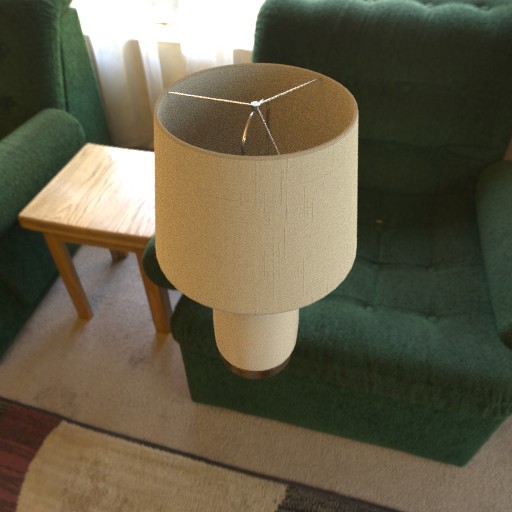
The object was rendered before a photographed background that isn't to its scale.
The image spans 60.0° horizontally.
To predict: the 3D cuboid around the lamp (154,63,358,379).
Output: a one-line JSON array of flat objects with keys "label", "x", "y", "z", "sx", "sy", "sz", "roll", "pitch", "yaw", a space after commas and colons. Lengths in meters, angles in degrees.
[{"label": "lamp", "x": 0.000, "y": 0.000, "z": 0.666, "sx": 0.285, "sy": 0.483, "sz": 0.285, "roll": 0, "pitch": 45, "yaw": 0}]
